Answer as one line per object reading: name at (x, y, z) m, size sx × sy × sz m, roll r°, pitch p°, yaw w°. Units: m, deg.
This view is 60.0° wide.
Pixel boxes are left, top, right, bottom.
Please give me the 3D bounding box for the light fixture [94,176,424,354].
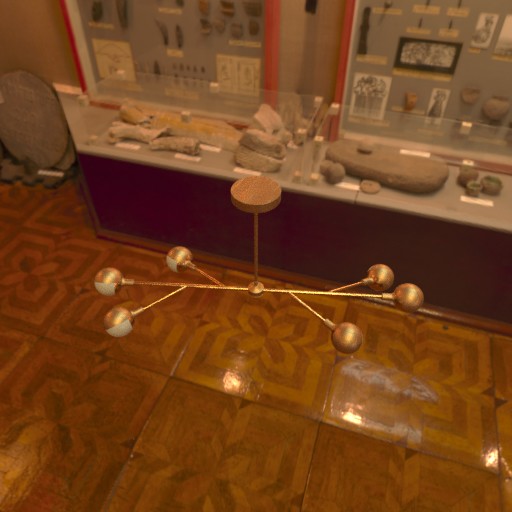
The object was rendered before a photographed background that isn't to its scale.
light fixture at (0.000, 0.000, 1.012) m, size 0.778 × 0.362 × 0.434 m, roll 14°, pitch 45°, yaw 15°
